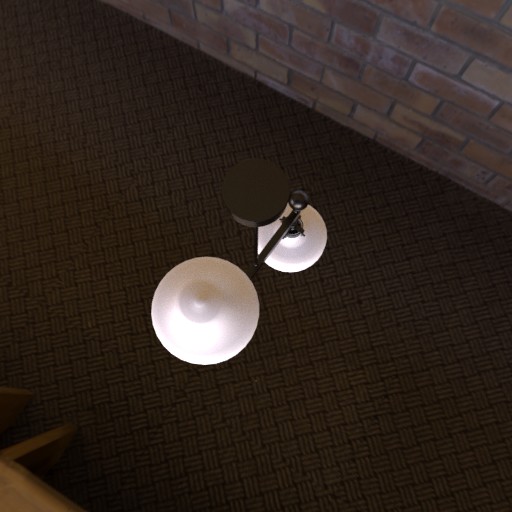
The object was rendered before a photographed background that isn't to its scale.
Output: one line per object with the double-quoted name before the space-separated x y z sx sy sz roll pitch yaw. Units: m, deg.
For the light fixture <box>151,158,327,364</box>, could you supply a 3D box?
"light fixture" 0.000 0.000 1.021 0.422 0.743 0.489 -1 74 0
